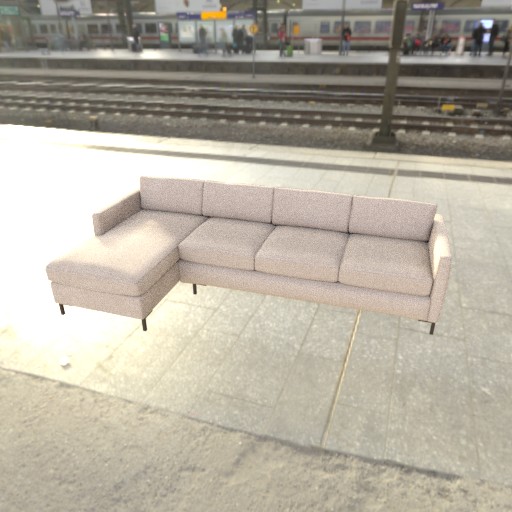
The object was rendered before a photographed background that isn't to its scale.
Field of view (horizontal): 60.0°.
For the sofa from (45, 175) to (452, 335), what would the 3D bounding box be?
[{"bbox_3d":[0.000,0.000,3.584,2.923,0.816,1.469,8,28,15],"label":"sofa"}]
